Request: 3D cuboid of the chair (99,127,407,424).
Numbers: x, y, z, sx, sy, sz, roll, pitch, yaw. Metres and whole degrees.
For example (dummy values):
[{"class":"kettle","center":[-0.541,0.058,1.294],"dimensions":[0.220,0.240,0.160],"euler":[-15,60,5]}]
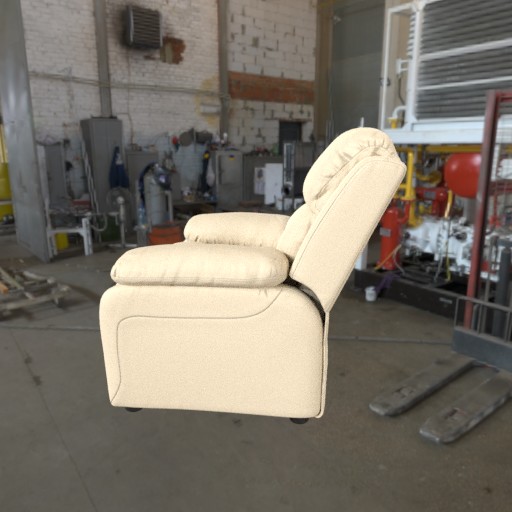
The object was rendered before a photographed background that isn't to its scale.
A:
[{"class":"chair","center":[0.000,0.000,1.273],"dimensions":[0.709,0.702,0.680],"euler":[2,14,8]}]
